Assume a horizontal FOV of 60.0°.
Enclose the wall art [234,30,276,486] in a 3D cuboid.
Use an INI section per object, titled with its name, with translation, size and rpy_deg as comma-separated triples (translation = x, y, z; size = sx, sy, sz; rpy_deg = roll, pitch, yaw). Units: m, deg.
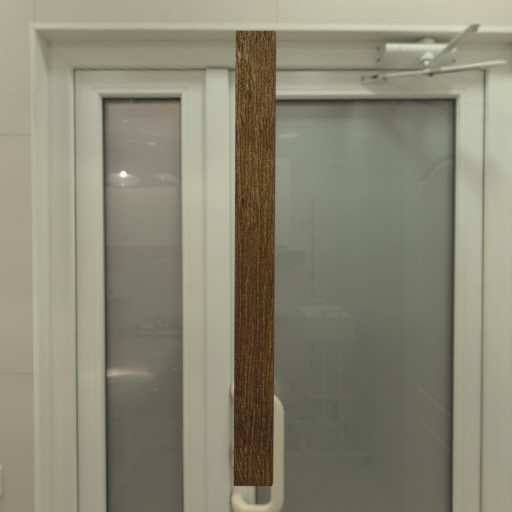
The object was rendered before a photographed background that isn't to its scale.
[wall art]
translation = 0.000, 0.000, 0.594
size = 0.039, 0.403, 0.406
rpy_deg = 0, 1, 0
